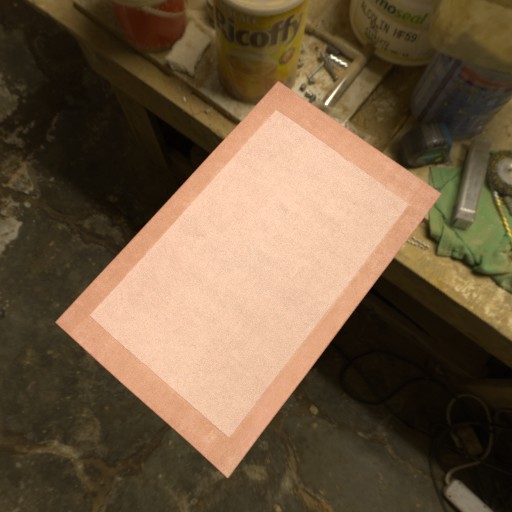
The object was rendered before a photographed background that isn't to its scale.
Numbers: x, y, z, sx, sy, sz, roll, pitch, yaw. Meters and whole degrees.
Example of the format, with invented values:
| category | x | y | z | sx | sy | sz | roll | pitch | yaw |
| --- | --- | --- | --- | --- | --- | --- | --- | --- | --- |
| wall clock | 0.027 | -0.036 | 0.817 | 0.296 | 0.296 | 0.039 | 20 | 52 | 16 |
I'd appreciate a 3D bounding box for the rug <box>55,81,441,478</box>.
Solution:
| category | x | y | z | sx | sy | sz | roll | pitch | yaw |
| --- | --- | --- | --- | --- | --- | --- | --- | --- | --- |
| rug | 0.000 | 0.000 | 3.116 | 1.524 | 0.014 | 2.438 | 38 | 78 | 9 |
